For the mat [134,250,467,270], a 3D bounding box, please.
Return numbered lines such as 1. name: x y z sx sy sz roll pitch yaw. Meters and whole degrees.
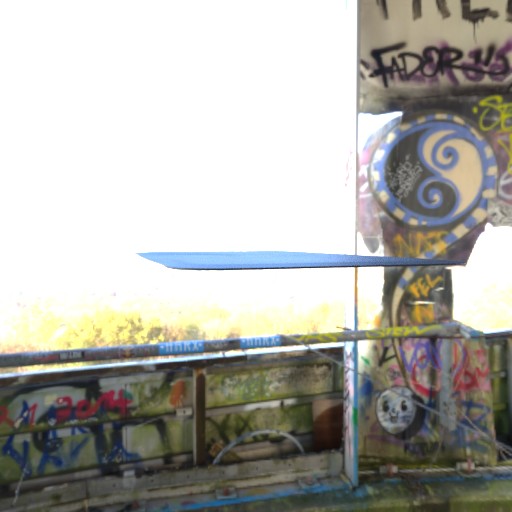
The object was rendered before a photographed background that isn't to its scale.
1. mat: 0.000 0.000 1.868 0.918 0.013 1.524 -1 2 -19
